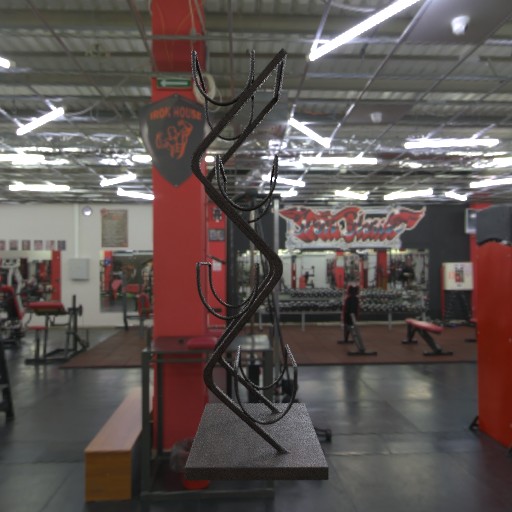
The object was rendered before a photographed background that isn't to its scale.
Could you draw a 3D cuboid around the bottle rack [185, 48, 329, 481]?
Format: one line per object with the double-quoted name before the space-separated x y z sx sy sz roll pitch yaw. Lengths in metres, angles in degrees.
"bottle rack" 0.000 0.000 0.679 0.178 0.559 0.254 0 -1 0
